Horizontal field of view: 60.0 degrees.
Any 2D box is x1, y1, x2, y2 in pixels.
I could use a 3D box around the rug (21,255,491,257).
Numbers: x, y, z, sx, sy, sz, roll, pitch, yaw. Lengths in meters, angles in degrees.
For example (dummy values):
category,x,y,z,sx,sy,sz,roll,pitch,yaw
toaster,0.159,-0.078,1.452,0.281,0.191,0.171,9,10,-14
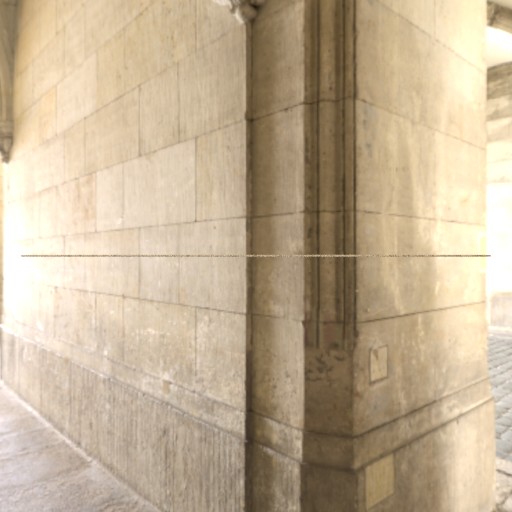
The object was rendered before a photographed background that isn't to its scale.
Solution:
category,x,y,z,sx,sy,sz,roll,pitch,yaw
rug,0.000,0.000,2.315,1.827,0.007,1.211,0,0,1
